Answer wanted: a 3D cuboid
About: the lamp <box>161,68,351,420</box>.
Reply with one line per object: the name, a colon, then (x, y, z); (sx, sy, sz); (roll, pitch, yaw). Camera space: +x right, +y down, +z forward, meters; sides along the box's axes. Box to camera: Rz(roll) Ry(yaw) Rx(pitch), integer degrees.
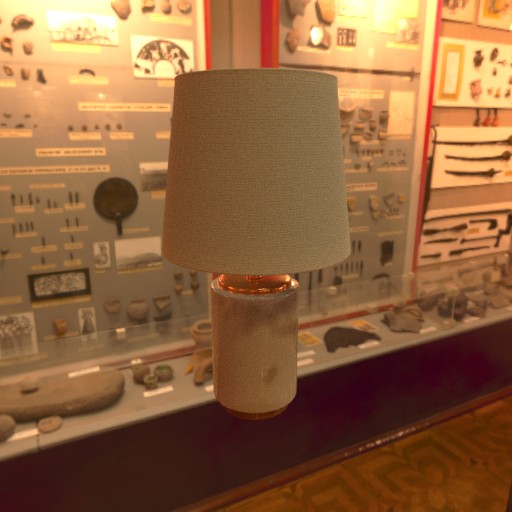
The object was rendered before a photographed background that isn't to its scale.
lamp: (0.000, 0.000, 0.456); (0.189, 0.340, 0.189); (0, 15, 0)
